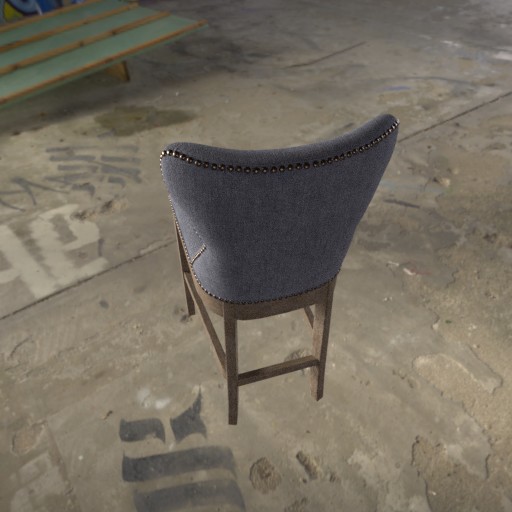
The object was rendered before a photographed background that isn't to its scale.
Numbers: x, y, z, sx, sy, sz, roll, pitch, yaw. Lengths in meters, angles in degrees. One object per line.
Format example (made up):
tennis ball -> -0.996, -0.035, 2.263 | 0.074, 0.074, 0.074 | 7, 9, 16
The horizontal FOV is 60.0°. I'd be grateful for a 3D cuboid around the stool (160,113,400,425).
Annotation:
stool -> 0.000, 0.000, 1.316 | 0.498, 0.981, 0.608 | -12, 42, -13
